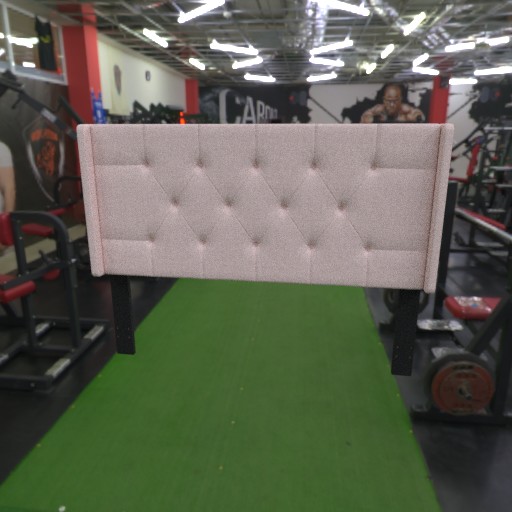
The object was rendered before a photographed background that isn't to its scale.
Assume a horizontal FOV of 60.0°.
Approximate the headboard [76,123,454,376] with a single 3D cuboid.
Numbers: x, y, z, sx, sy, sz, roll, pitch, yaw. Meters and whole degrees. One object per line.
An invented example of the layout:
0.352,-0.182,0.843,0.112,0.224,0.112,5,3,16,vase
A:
0.000,0.000,2.669,2.051,1.524,0.184,2,16,8,headboard
